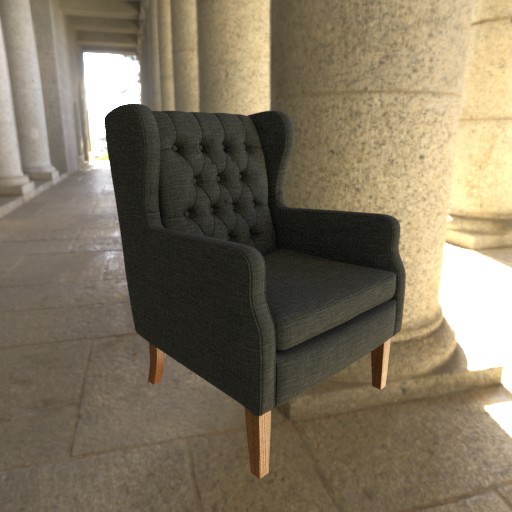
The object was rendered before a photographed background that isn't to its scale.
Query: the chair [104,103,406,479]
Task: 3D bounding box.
[{"bbox_3d":[0.000,0.000,1.469,0.711,0.953,0.775,-14,21,-43],"label":"chair"}]
